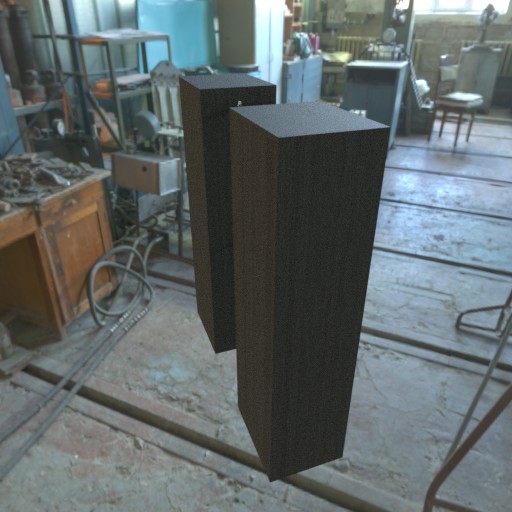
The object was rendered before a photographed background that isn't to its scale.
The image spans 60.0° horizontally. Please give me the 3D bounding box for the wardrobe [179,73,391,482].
[{"bbox_3d":[0.000,0.000,2.889,0.480,2.000,1.770,-10,31,-18],"label":"wardrobe"}]
